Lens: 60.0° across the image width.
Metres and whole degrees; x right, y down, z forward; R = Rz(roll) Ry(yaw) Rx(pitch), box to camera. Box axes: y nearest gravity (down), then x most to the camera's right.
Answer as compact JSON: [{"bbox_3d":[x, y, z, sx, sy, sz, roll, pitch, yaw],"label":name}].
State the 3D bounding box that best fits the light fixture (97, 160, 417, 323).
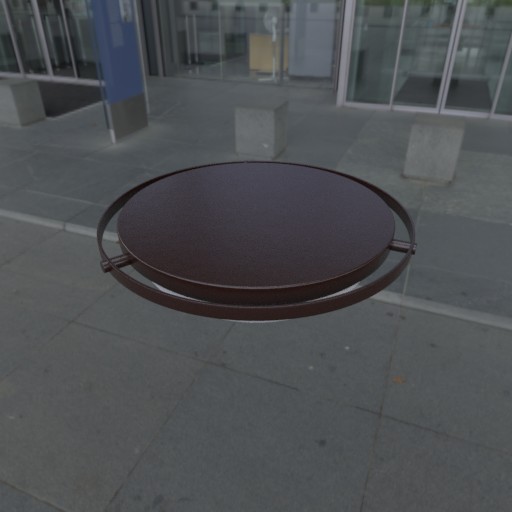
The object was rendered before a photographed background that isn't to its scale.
[{"bbox_3d":[0.000,0.000,0.556,0.361,0.130,0.361,0,32,0],"label":"light fixture"}]
